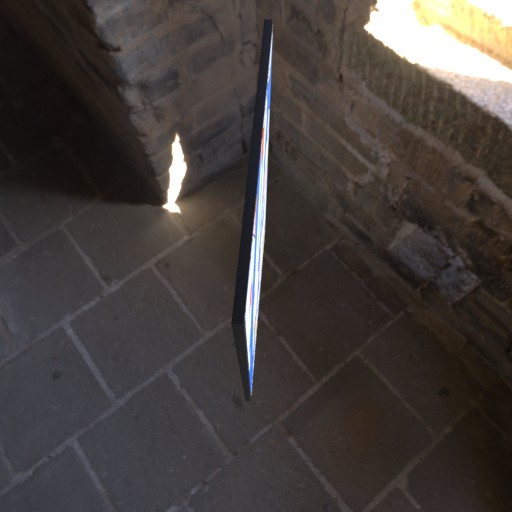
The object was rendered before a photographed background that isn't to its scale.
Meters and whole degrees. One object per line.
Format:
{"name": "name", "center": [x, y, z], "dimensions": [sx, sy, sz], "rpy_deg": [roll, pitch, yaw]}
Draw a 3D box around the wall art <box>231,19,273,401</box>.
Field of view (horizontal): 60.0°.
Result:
{"name": "wall art", "center": [0.000, 0.000, 0.852], "dimensions": [0.013, 0.660, 0.460], "rpy_deg": [4, 65, 2]}
